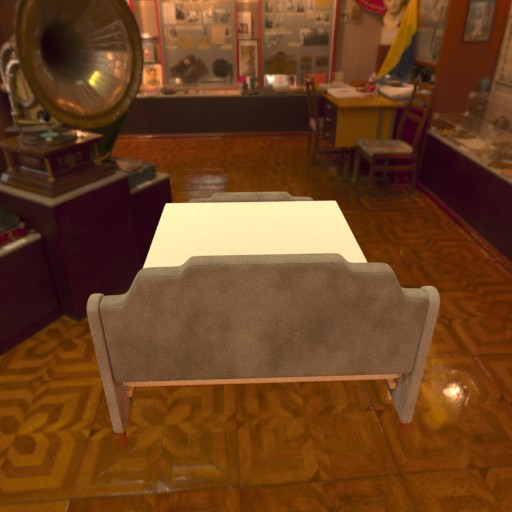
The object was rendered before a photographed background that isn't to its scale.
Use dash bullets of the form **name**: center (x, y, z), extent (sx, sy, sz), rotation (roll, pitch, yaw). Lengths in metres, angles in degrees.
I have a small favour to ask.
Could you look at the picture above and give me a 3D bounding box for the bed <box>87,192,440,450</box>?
- **bed**: center (0.000, 0.000, 3.280), extent (1.676, 1.245, 2.340), rotation (-1, 29, -2)
